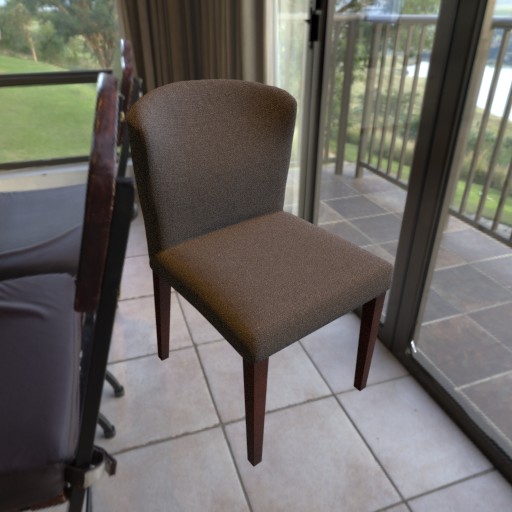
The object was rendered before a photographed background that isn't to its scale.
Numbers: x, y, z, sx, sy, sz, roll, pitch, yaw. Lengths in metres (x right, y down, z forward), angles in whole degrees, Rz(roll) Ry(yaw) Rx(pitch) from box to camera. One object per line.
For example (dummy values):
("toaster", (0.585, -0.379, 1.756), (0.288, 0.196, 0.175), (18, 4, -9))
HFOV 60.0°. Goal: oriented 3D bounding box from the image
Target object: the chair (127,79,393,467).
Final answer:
("chair", (0.000, 0.000, 1.210), (0.491, 0.839, 0.589), (-21, 36, -32))
